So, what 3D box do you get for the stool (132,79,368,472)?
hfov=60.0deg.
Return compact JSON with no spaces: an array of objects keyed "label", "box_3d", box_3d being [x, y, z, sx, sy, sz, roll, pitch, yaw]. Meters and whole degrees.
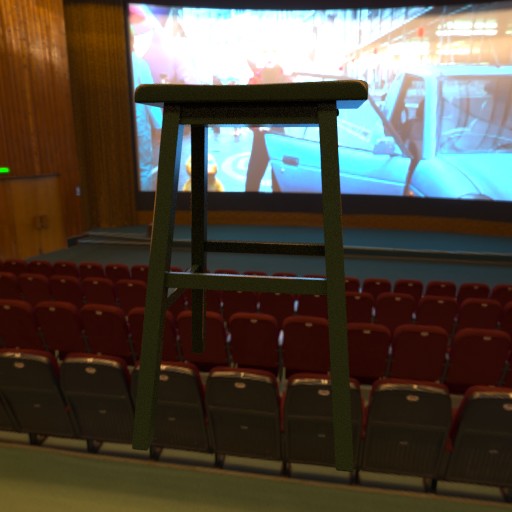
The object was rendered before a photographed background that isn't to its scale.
[{"label":"stool","box_3d":[0.000,0.000,1.036,0.457,0.737,0.476,2,15,8]}]
